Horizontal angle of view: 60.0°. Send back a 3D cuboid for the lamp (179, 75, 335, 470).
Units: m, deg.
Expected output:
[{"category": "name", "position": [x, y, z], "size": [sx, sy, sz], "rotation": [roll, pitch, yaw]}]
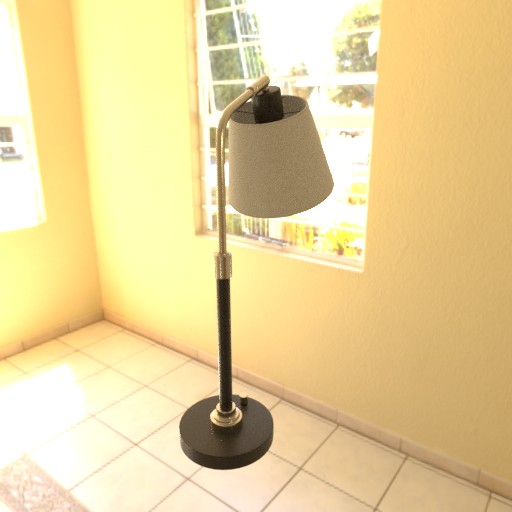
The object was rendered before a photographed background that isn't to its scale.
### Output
[{"category": "lamp", "position": [0.000, 0.000, 0.705], "size": [0.181, 0.539, 0.348], "rotation": [9, 20, 26]}]
